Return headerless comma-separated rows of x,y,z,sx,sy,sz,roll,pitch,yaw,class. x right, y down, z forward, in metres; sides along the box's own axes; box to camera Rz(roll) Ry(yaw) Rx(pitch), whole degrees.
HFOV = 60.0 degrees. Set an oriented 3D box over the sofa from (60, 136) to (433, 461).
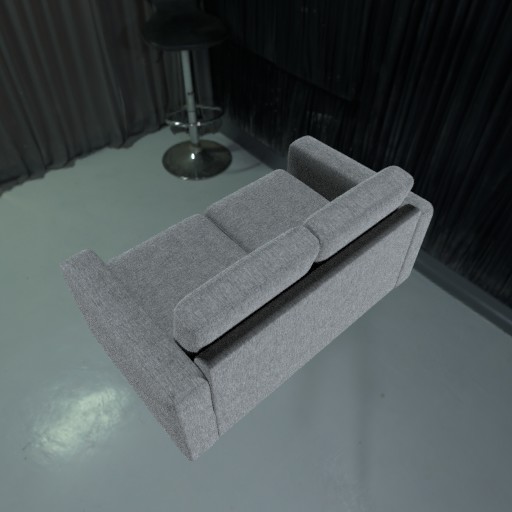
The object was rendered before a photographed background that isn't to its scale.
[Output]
0.000,0.000,2.101,1.520,0.800,0.900,-33,55,-27,sofa
